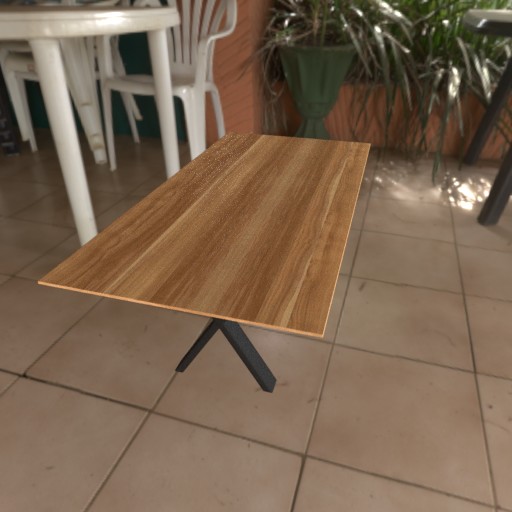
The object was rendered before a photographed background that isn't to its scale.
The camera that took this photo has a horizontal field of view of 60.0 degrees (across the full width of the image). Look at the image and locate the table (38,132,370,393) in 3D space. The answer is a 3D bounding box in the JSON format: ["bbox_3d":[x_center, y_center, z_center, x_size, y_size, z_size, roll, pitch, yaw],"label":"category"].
[{"bbox_3d":[0.000,0.000,2.445,1.000,0.770,2.000,9,32,14],"label":"table"}]
